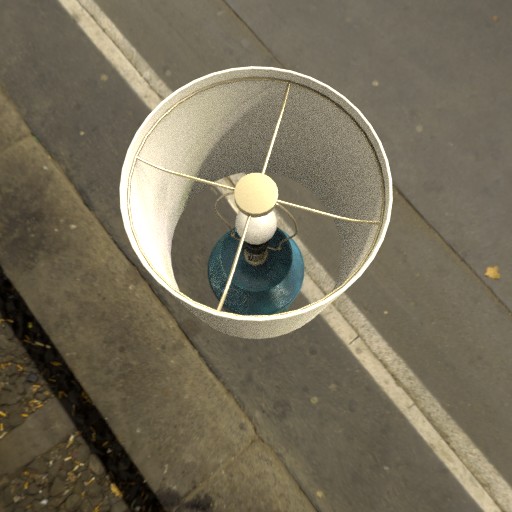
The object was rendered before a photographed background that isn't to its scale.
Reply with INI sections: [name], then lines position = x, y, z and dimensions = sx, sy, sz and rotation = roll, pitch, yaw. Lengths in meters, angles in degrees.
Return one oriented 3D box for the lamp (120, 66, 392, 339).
[lamp]
position = 0.000, 0.000, 0.563
dimensions = 0.211, 0.455, 0.211
rotation = 29, 78, 7
